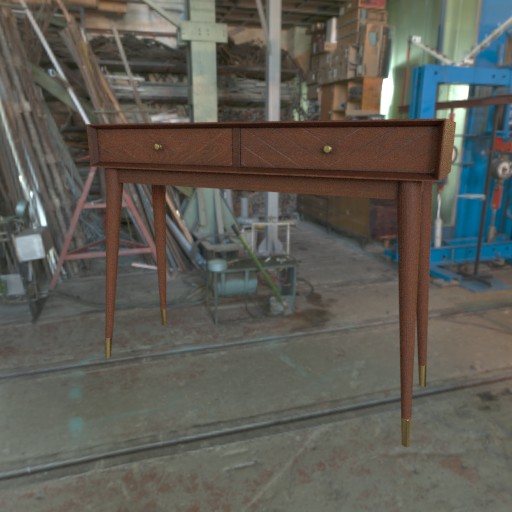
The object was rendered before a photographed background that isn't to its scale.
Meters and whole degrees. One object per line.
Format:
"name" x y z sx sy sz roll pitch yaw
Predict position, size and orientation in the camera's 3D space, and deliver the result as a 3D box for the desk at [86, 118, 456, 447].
"desk" 0.000 0.000 1.597 1.204 0.917 0.384 8 17 26
